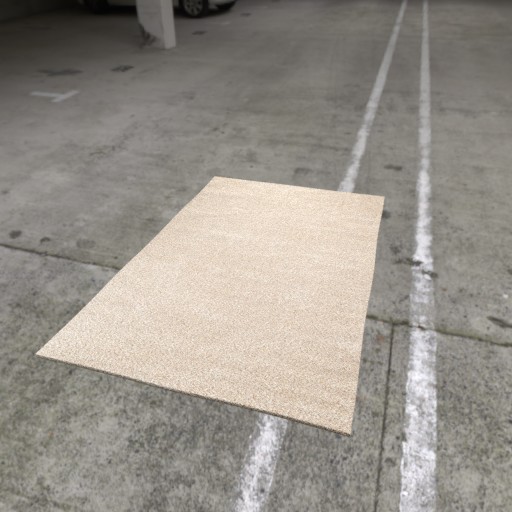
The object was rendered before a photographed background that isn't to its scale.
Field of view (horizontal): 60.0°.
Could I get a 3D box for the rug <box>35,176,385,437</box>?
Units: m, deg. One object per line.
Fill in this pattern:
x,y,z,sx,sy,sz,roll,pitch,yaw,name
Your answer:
0.000,0.000,2.895,1.500,0.025,2.346,9,33,14,rug
